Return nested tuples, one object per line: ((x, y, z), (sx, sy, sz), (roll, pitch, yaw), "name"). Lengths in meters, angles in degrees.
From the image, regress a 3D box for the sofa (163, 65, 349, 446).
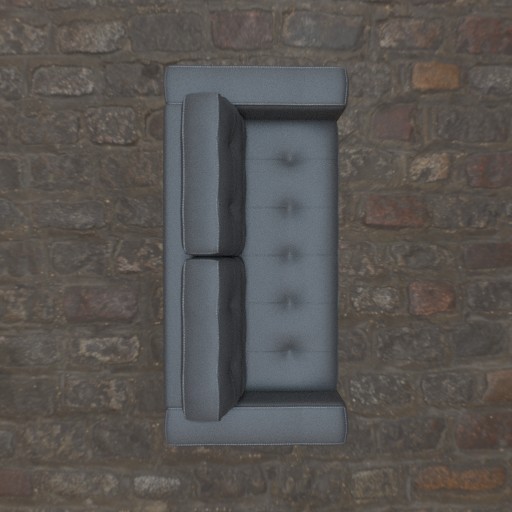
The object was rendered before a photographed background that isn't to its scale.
((0.000, 0.000, 2.155), (0.833, 0.893, 1.726), (0, 90, -1), "sofa")
